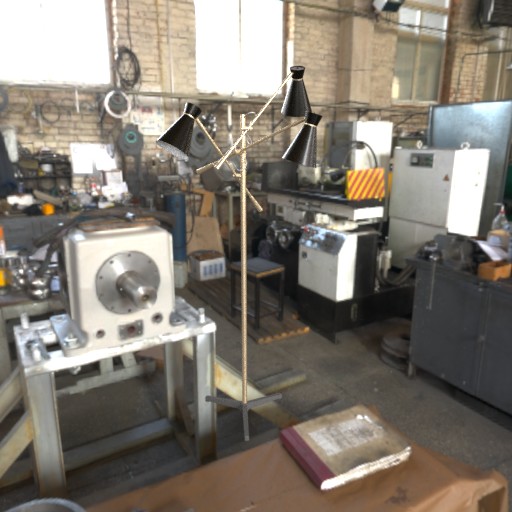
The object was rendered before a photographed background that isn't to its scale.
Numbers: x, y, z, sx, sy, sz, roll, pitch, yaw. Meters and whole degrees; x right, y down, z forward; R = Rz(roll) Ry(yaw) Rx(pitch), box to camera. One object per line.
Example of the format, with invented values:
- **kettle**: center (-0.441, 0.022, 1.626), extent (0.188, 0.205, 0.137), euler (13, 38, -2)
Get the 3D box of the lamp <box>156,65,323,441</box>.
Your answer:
- **lamp**: center (0.000, 0.000, 2.186), extent (0.653, 1.804, 0.750), euler (7, 16, 25)
